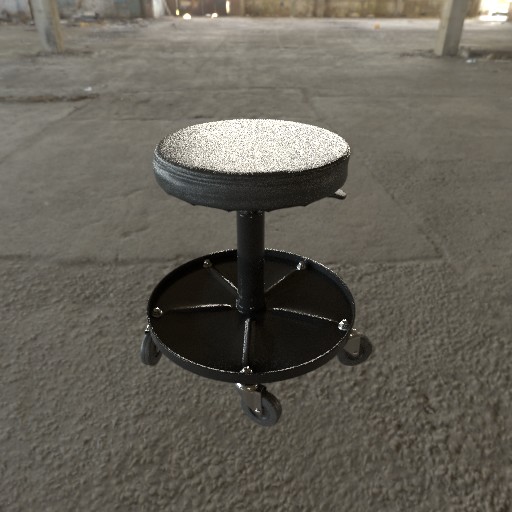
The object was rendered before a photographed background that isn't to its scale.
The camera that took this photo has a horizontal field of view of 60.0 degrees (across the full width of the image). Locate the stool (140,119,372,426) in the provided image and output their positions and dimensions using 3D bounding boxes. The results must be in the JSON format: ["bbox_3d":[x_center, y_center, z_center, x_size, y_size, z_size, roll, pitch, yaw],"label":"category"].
[{"bbox_3d":[0.000,0.000,0.704,0.382,0.365,0.381,-1,31,-2],"label":"stool"}]
